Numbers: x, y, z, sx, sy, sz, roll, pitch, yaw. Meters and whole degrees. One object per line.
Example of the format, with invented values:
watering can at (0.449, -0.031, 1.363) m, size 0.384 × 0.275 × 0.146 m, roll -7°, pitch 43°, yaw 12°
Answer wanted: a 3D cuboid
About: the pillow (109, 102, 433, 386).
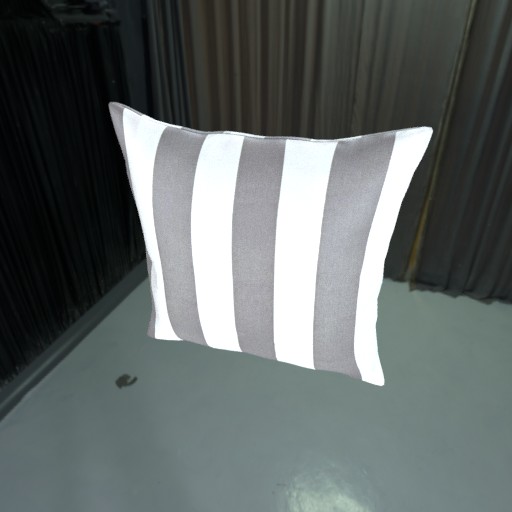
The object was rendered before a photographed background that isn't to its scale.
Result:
pillow at (0.000, 0.000, 0.806) m, size 0.522 × 0.507 × 0.192 m, roll 9°, pitch 32°, yaw 15°
